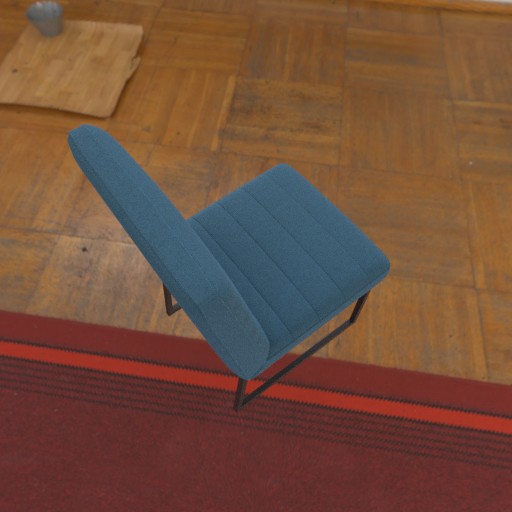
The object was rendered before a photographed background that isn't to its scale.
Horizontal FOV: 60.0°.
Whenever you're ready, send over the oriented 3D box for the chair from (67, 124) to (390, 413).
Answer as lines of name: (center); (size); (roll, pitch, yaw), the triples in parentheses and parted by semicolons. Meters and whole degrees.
chair: (0.000, 0.000, 1.286); (0.634, 0.930, 0.520); (-33, 64, -18)
